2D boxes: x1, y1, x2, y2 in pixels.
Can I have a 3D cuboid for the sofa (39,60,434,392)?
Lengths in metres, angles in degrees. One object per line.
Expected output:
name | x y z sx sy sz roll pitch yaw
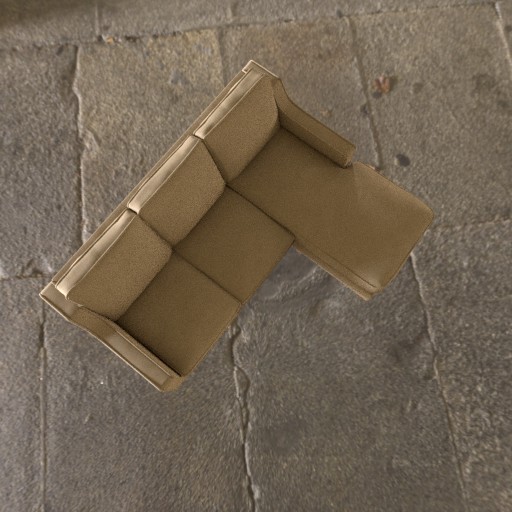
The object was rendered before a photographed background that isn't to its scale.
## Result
sofa | 0.000 0.000 3.340 1.858 1.066 2.317 37 79 9
